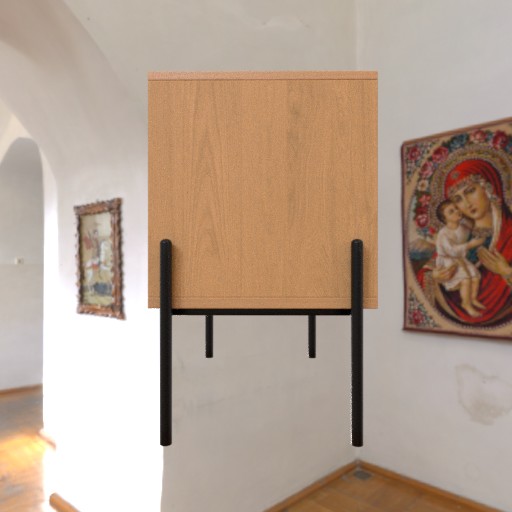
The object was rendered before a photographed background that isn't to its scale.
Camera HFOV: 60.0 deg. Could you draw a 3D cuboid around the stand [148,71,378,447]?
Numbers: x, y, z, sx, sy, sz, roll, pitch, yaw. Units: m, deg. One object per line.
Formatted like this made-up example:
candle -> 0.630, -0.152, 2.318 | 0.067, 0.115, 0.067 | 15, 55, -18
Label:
stand -> 0.000, 0.000, 1.011 | 0.400, 0.600, 0.630 | 0, 0, 0
